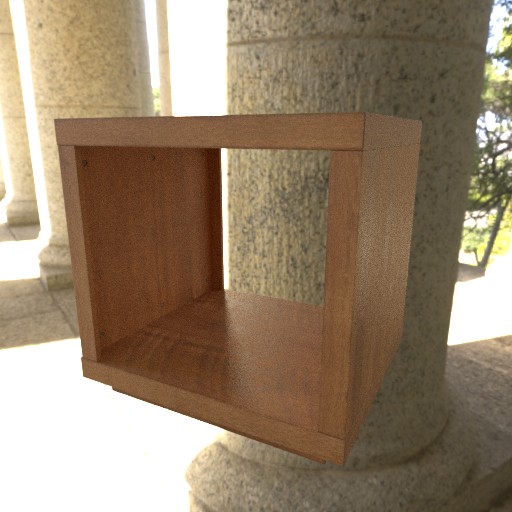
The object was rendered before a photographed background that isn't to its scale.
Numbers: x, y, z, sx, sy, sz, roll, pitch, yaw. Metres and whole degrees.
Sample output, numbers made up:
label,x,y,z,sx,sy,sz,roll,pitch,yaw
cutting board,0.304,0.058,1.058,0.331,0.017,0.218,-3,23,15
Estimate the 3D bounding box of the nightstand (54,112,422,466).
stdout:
label,x,y,z,sx,sy,sz,roll,pitch,yaw
nightstand,0.000,0.000,0.835,0.493,0.491,0.436,8,17,26
